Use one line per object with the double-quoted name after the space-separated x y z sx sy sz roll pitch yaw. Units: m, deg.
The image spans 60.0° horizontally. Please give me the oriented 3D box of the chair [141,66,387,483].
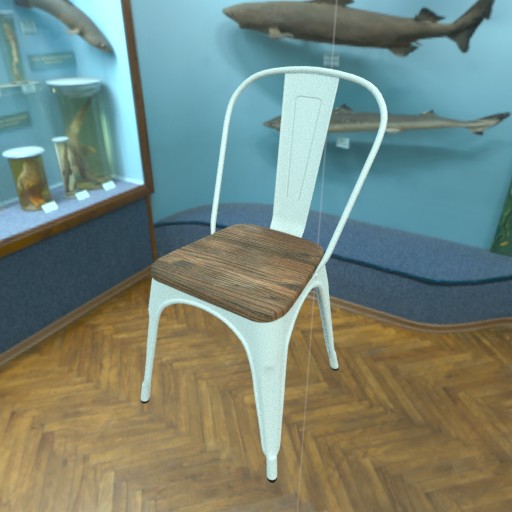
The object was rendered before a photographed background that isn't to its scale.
0.000 0.000 1.134 0.452 0.851 0.521 18 34 29 "chair"
